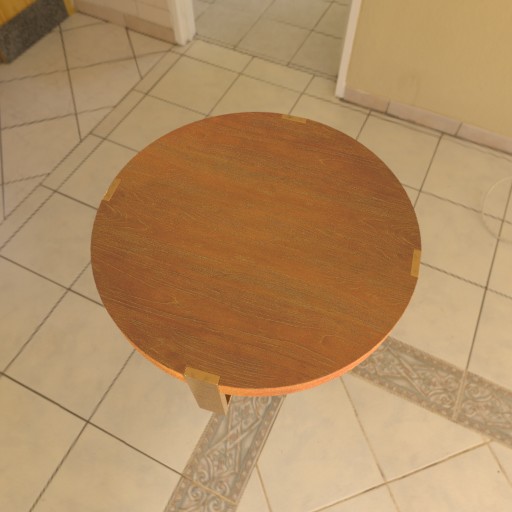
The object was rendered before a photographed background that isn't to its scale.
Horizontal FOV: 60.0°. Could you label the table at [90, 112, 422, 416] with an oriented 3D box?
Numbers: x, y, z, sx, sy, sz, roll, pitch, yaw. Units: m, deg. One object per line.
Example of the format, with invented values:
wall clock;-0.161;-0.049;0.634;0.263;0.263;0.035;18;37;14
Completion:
table;0.000;0.000;1.684;1.100;0.420;1.100;0;59;0
